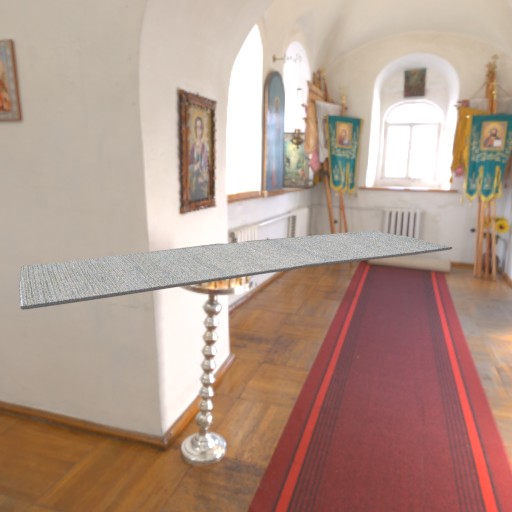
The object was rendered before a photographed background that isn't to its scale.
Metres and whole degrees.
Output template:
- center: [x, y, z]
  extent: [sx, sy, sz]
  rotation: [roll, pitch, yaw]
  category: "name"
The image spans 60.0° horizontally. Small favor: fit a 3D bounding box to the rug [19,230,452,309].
- center: [0.000, 0.000, 2.470]
  extent: [2.341, 0.037, 0.675]
  rotation: [-7, 15, -26]
  category: "rug"
